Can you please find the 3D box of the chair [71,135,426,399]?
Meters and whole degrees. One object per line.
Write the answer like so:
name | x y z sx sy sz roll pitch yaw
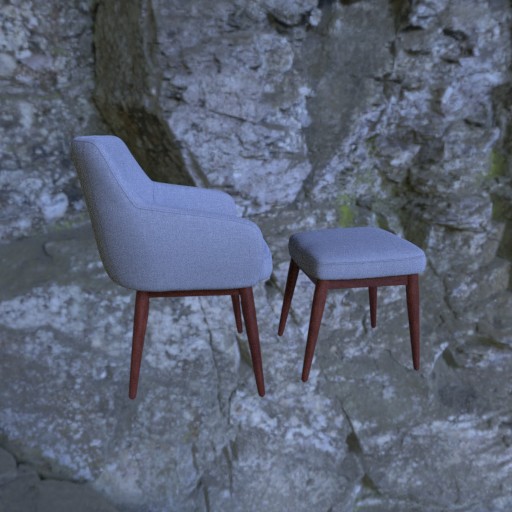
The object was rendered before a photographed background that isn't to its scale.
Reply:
chair | 0.000 0.000 1.524 1.107 0.799 0.584 -3 16 -10
